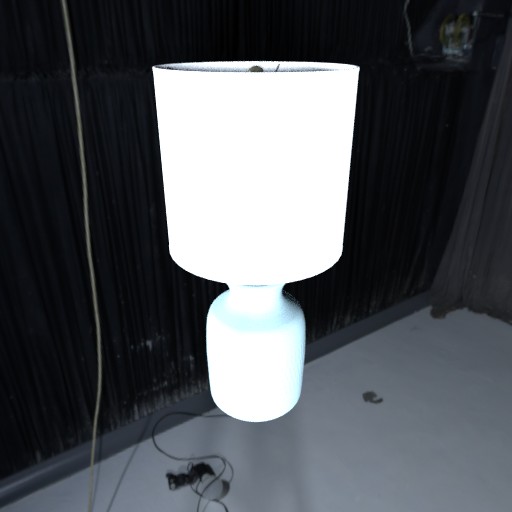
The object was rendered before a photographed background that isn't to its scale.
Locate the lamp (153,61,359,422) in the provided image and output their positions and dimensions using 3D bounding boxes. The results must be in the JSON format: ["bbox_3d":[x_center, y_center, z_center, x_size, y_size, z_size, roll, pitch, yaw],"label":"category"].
[{"bbox_3d":[0.000,0.000,1.104,0.418,0.871,0.418,-17,31,-31],"label":"lamp"}]
